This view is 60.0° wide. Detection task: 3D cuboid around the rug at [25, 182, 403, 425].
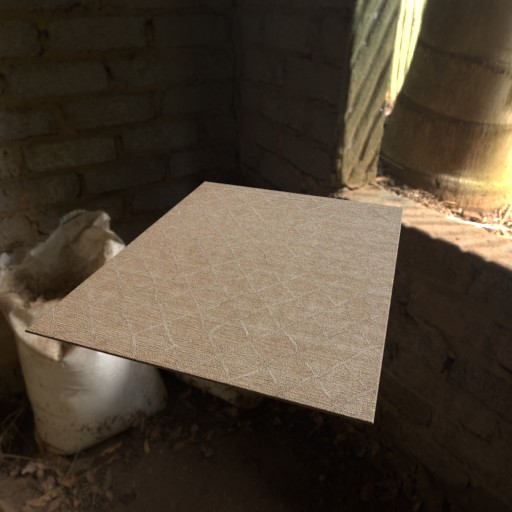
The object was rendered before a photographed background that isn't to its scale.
[{"bbox_3d":[0.000,0.000,4.032,2.420,0.019,3.039,10,32,16],"label":"rug"}]
